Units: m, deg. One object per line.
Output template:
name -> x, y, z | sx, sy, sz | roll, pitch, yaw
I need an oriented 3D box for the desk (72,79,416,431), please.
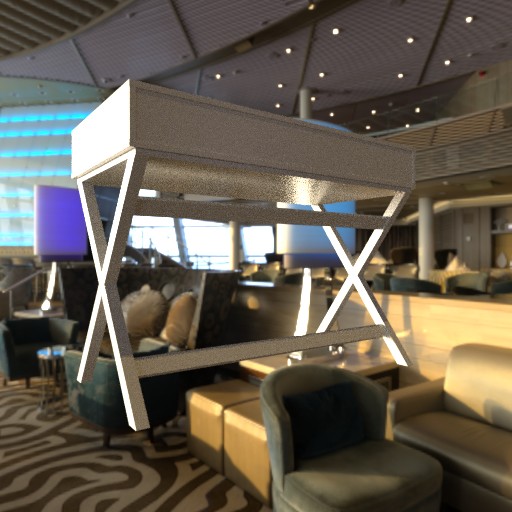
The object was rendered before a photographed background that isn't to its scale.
desk -> 0.000, 0.000, 1.492 | 1.059, 0.780, 0.509 | 0, 0, -36
